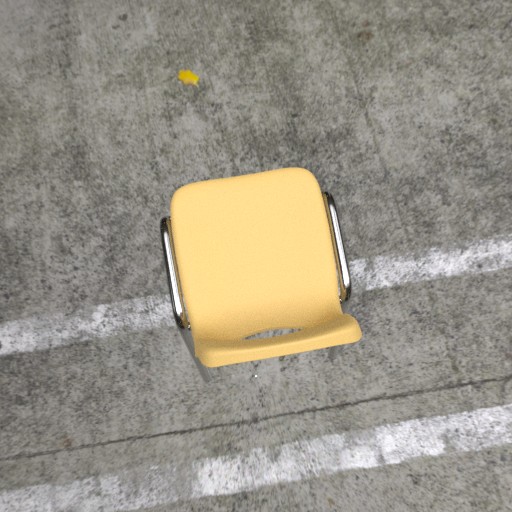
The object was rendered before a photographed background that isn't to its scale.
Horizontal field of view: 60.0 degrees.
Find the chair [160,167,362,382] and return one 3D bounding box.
[{"bbox_3d":[0.000,0.000,0.844,0.354,0.586,0.423,-9,75,-3],"label":"chair"}]
